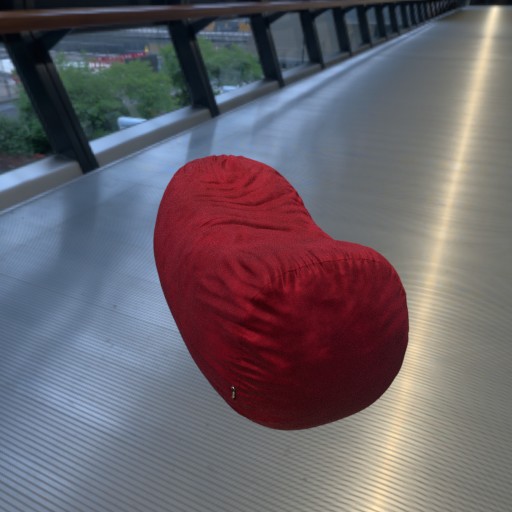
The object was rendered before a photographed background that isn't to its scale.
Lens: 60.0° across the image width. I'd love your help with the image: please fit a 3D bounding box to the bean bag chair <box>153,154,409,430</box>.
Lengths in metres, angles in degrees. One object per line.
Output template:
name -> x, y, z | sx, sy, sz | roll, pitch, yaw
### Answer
bean bag chair -> 0.000, 0.000, 2.837 | 1.216, 0.867, 2.293 | -10, 31, -18
